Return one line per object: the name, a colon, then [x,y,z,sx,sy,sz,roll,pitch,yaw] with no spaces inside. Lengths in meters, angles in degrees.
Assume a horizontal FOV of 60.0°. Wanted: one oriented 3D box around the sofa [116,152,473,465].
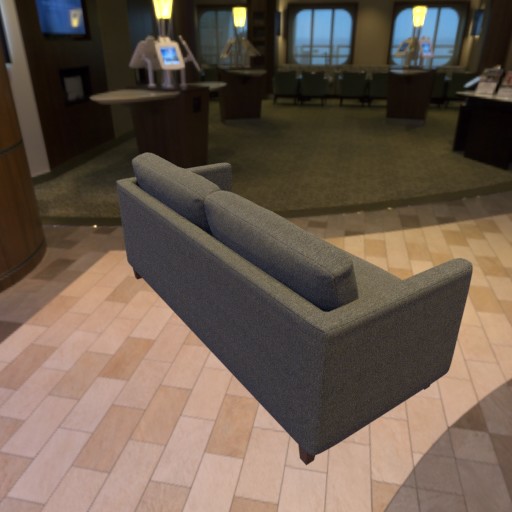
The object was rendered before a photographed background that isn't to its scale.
sofa: [0.000,0.000,2.683,0.948,0.965,2.208,-17,31,-30]
